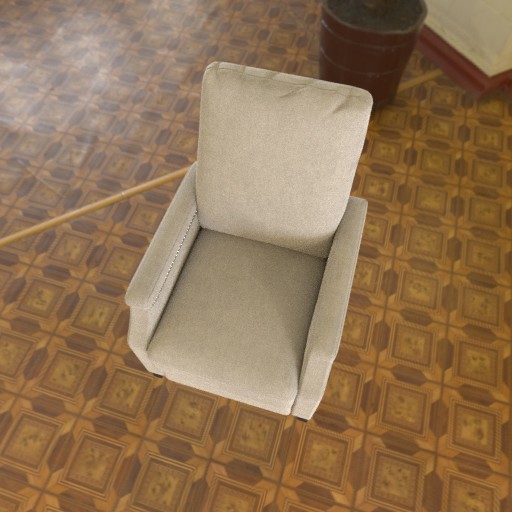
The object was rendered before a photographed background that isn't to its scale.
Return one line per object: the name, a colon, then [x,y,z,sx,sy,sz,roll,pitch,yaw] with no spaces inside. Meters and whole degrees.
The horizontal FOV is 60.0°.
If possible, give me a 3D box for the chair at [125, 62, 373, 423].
chair: [0.000,0.000,1.644,0.710,1.049,0.922,14,60,8]
